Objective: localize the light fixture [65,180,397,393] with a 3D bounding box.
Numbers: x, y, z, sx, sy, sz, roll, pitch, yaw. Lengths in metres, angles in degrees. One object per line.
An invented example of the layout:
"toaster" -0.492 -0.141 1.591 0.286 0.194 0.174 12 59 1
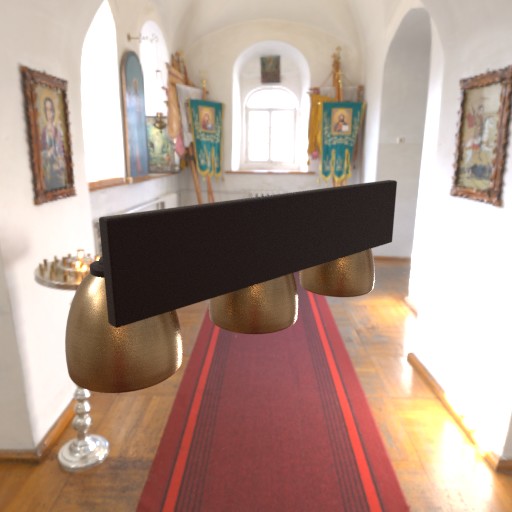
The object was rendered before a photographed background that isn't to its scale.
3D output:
"light fixture" 0.000 0.000 0.681 0.582 0.204 0.157 -14 21 -42
